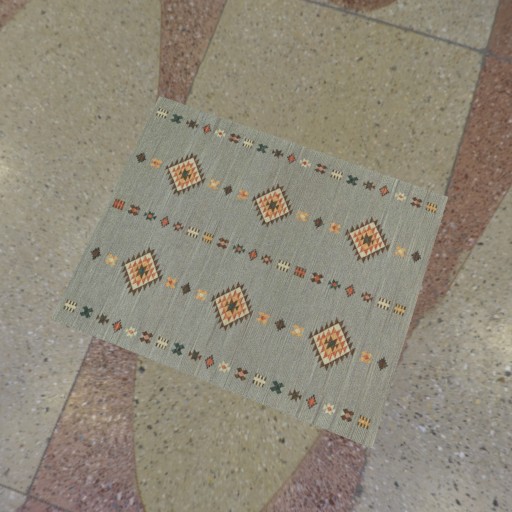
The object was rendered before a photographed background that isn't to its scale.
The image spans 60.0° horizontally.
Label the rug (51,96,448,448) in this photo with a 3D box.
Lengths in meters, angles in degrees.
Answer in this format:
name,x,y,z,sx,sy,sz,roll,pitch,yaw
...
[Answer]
name,x,y,z,sx,sy,sz,roll,pitch,yaw
rug,0.000,0.000,4.136,3.035,0.008,2.425,20,78,5
